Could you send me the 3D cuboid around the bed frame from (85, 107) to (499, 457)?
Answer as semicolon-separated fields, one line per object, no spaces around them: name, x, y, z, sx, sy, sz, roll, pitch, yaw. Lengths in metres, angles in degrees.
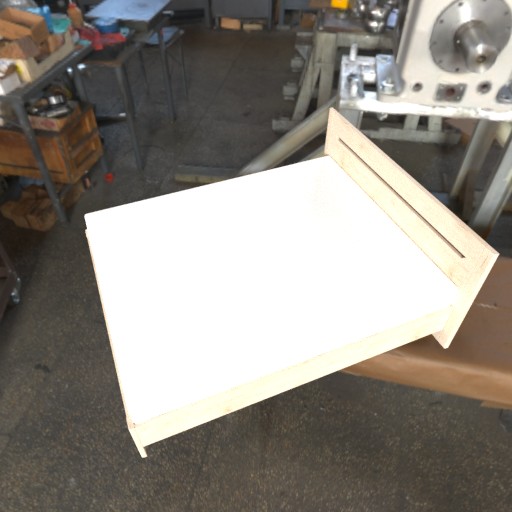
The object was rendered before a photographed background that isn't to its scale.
bed frame;0.000;0.000;2.999;2.080;0.900;1.800;-16;47;-16
